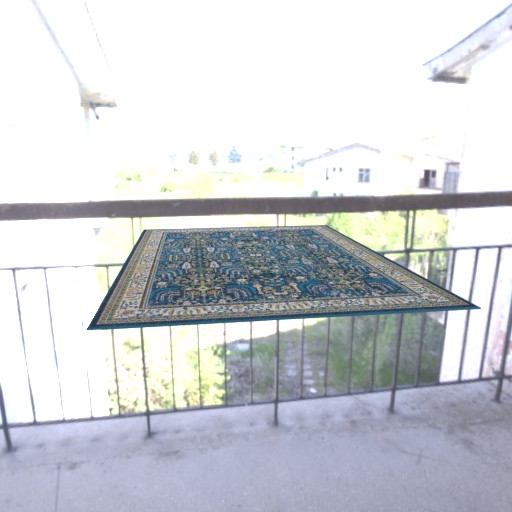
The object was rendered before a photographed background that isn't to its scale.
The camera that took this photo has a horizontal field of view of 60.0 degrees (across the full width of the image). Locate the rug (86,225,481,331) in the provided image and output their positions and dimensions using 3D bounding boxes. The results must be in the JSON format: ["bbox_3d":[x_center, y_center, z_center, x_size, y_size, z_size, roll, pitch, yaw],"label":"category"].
[{"bbox_3d":[0.000,0.000,3.908,2.226,0.015,3.044,-2,13,-8],"label":"rug"}]
